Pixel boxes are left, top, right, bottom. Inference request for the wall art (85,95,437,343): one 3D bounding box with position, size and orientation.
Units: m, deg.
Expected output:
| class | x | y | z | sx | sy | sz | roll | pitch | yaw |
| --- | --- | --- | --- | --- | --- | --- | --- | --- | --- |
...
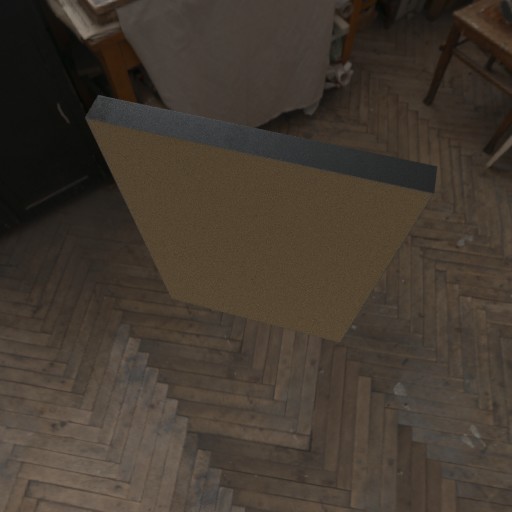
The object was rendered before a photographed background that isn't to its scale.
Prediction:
| class | x | y | z | sx | sy | sz | roll | pitch | yaw |
| --- | --- | --- | --- | --- | --- | --- | --- | --- | --- |
| wall art | 0.000 | 0.000 | 0.594 | 0.313 | 0.457 | 0.031 | 14 | 64 | 7 |
